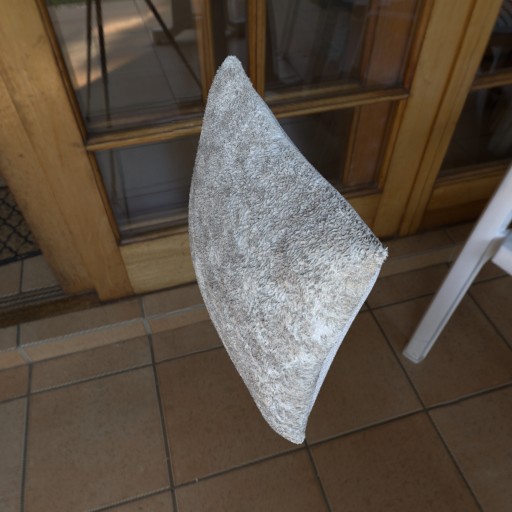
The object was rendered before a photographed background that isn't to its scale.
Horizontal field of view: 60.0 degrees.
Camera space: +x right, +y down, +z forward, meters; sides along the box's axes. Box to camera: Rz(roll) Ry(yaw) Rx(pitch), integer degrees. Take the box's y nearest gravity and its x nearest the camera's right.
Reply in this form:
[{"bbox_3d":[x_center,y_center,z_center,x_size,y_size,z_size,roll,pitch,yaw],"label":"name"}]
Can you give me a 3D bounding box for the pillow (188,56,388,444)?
[{"bbox_3d":[0.000,0.000,0.813,0.218,0.515,0.529,-17,50,-15],"label":"pillow"}]
